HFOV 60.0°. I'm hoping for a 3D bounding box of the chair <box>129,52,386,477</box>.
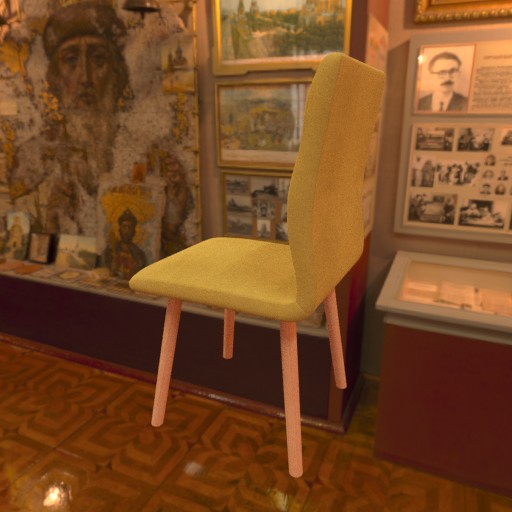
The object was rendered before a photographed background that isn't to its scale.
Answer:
[{"bbox_3d":[0.000,0.000,1.236,0.550,0.965,0.450,8,19,25],"label":"chair"}]
